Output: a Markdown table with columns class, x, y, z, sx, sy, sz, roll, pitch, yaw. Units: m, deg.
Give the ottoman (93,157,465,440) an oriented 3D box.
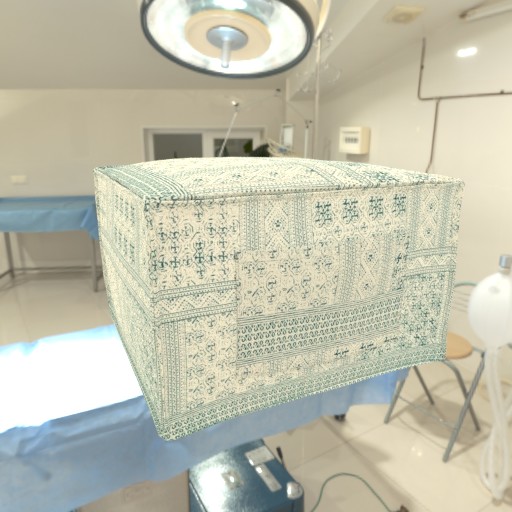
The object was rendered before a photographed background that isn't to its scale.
| class | x | y | z | sx | sy | sz | roll | pitch | yaw |
| --- | --- | --- | --- | --- | --- | --- | --- | --- | --- |
| ottoman | 0.000 | 0.000 | 1.018 | 0.617 | 0.439 | 0.626 | -8 | 18 | -24 |
